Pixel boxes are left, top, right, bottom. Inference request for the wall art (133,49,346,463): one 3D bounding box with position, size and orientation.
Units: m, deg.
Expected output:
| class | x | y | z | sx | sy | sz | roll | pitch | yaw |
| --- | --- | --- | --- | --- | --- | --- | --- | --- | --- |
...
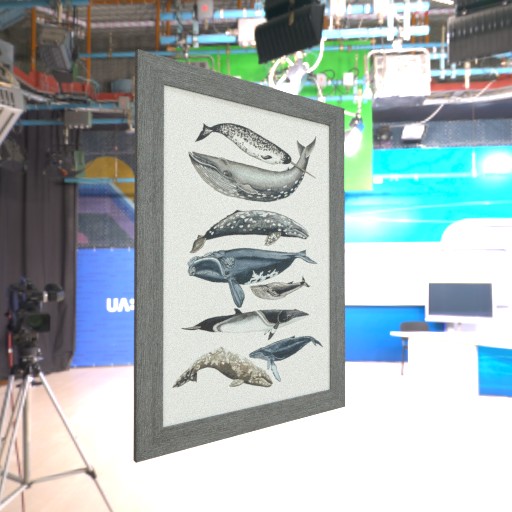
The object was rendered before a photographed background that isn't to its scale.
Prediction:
| class | x | y | z | sx | sy | sz | roll | pitch | yaw |
| --- | --- | --- | --- | --- | --- | --- | --- | --- | --- |
| wall art | 0.000 | 0.000 | 1.376 | 0.768 | 1.070 | 0.020 | 1 | -1 | -35 |
